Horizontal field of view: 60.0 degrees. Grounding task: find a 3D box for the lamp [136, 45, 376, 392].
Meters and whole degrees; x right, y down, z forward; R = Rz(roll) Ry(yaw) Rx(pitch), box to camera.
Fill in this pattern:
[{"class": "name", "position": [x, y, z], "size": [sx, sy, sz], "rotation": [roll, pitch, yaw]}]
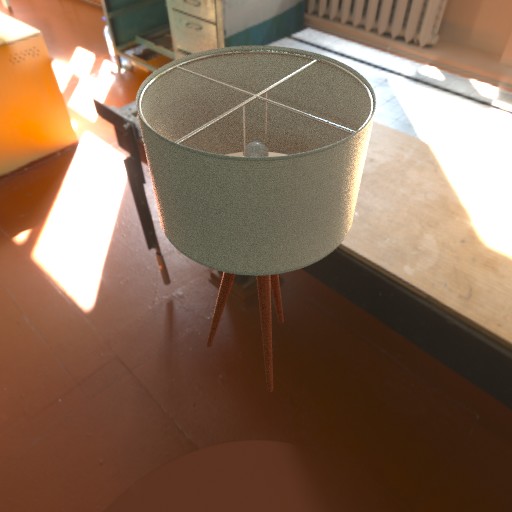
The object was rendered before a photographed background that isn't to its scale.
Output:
[{"class": "lamp", "position": [0.000, 0.000, 0.918], "size": [0.355, 0.709, 0.354], "rotation": [-8, 46, -8]}]
